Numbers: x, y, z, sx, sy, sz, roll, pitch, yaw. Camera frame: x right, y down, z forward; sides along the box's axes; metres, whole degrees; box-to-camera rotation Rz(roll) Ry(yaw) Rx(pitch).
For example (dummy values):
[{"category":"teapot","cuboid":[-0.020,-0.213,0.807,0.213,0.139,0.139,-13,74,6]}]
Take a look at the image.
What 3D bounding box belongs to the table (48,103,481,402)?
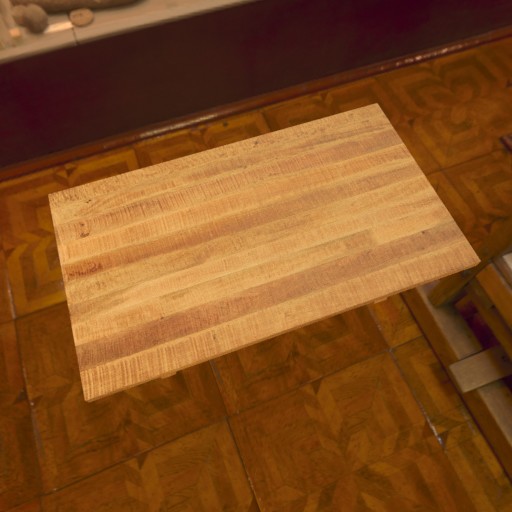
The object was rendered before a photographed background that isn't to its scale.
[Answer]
[{"category":"table","cuboid":[0.000,0.000,1.739,1.320,0.455,0.760,-18,65,-9]}]
